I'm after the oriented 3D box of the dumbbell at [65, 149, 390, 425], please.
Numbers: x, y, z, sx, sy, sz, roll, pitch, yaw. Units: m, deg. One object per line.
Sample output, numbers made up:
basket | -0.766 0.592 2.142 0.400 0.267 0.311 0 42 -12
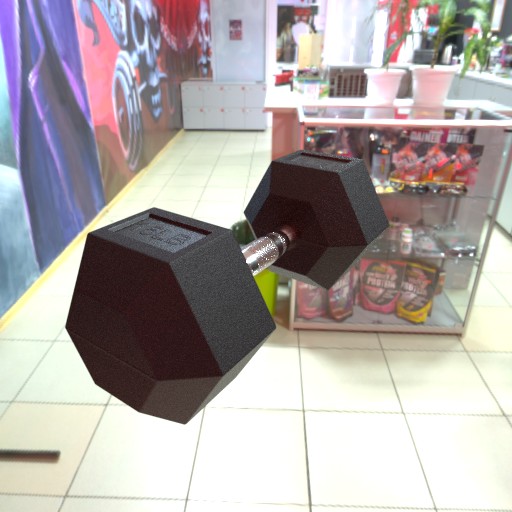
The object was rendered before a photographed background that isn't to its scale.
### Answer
dumbbell | 0.000 0.000 0.331 0.122 0.106 0.271 18 32 31
